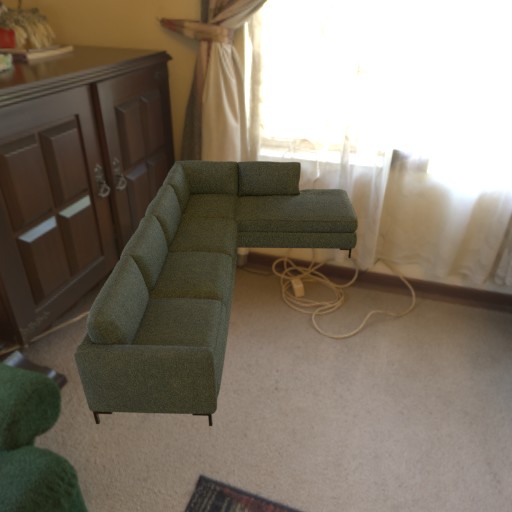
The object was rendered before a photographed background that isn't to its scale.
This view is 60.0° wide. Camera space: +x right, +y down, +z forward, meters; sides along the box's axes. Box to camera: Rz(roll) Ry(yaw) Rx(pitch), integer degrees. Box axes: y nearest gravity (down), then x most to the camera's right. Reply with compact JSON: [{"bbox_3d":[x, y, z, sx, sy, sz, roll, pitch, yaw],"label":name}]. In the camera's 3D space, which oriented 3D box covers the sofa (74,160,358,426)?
[{"bbox_3d":[0.000,0.000,3.828,2.007,0.815,2.949,1,31,1],"label":"sofa"}]
